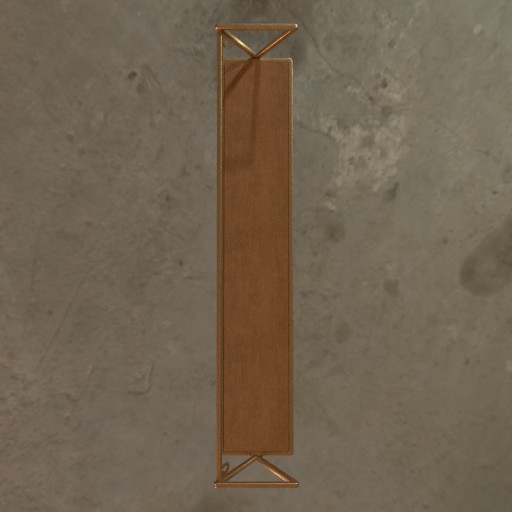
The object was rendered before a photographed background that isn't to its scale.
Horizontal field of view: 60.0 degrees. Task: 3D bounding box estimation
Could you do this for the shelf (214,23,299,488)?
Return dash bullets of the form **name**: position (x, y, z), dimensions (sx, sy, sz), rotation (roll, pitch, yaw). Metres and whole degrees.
- **shelf**: position (0.000, 0.000, 1.008), dimensions (0.150, 0.450, 0.822), rotation (0, 89, 0)
